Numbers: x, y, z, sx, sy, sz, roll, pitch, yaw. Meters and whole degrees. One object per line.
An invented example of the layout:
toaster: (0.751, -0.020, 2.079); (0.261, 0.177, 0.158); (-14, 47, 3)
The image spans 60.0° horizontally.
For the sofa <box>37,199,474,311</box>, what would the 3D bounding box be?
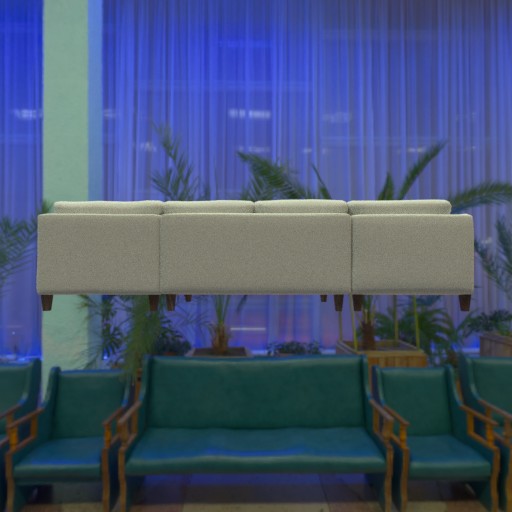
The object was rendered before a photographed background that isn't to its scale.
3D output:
sofa: (0.000, 0.000, 4.481); (3.238, 0.853, 2.551); (0, -1, 1)
